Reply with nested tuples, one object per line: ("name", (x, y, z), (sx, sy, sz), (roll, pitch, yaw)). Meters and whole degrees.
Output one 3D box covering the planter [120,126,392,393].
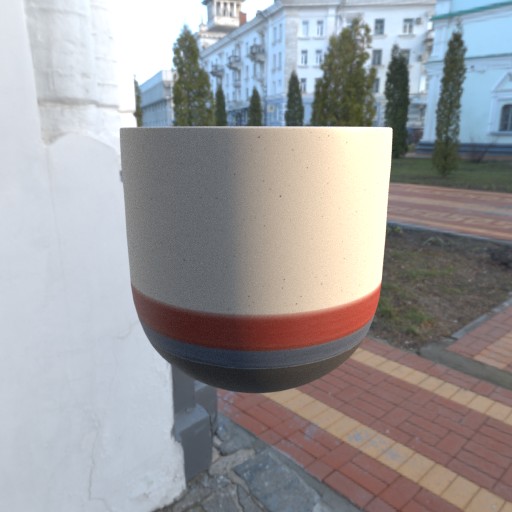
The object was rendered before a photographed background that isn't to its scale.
("planter", (0.000, 0.000, 0.486), (0.268, 0.270, 0.268), (0, 16, 0))
